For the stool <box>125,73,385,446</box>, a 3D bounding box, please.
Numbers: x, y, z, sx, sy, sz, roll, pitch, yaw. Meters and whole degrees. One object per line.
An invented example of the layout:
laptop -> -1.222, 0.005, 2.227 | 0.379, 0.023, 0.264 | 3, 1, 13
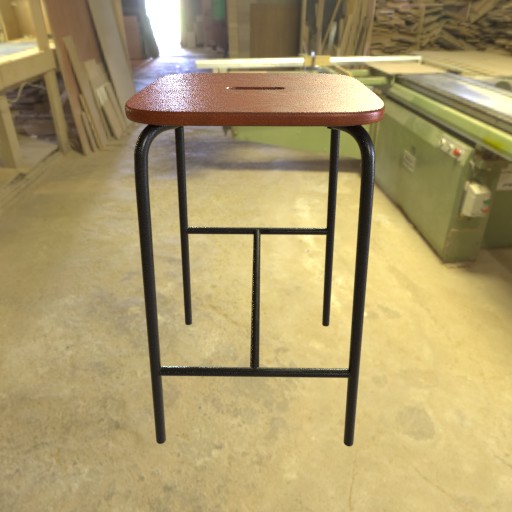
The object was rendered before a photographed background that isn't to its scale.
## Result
stool -> 0.000, 0.000, 0.851 | 0.376, 0.610, 0.376 | 0, 30, 1
